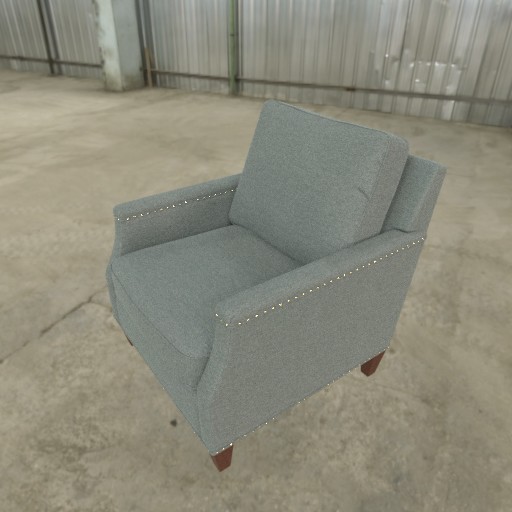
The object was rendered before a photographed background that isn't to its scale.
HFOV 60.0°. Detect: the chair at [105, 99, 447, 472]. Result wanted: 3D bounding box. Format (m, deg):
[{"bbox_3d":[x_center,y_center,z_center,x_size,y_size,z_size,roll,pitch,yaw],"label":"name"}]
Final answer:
[{"bbox_3d":[0.000,0.000,1.774,1.031,1.031,0.885,-21,37,-30],"label":"chair"}]
